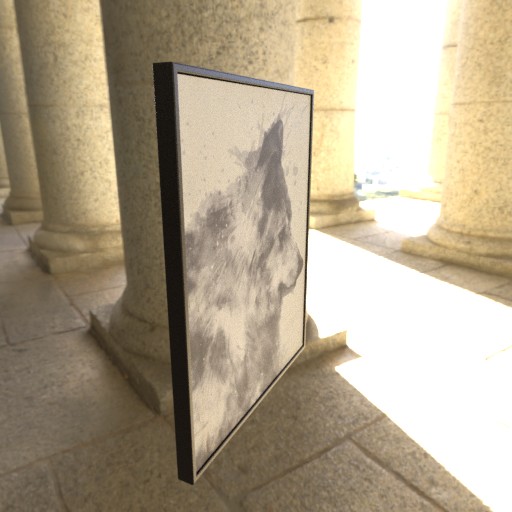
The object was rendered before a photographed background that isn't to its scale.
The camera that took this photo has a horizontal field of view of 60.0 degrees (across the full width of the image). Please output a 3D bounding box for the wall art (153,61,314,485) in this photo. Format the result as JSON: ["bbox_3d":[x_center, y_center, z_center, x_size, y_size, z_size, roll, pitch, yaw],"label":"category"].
[{"bbox_3d":[0.000,0.000,0.745,0.028,0.551,0.451,8,18,25],"label":"wall art"}]
